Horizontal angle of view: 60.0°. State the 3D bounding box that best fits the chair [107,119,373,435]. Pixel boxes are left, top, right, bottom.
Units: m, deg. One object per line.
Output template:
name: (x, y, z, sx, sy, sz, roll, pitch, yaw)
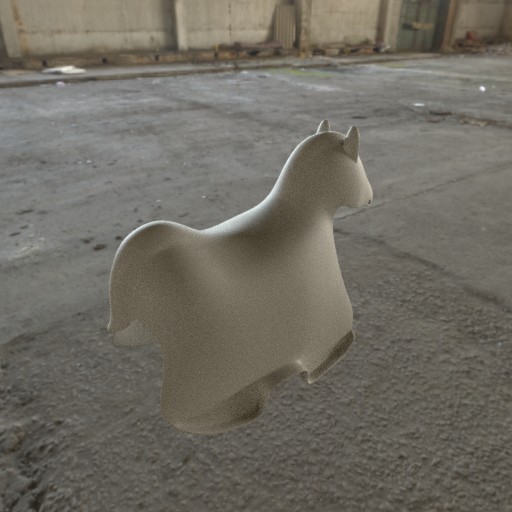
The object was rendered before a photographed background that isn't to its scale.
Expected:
chair: (0.000, 0.000, 1.146, 0.800, 0.612, 0.429, -19, 33, -31)
